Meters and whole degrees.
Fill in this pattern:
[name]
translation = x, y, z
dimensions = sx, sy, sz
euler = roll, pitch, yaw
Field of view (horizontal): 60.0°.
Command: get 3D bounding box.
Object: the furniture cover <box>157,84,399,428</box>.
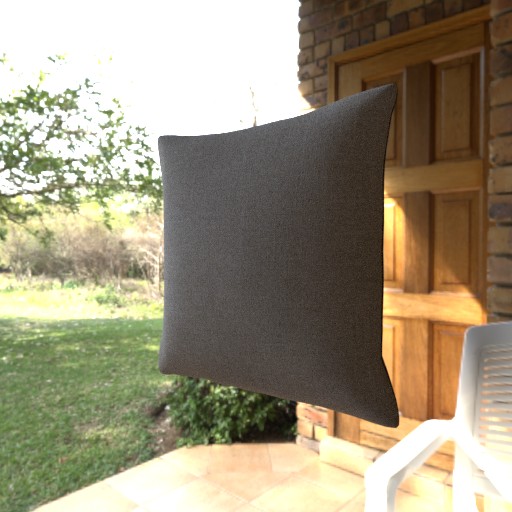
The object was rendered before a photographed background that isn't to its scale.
[furniture cover]
translation = 0.000, 0.000, 0.792
dimensions = 0.511, 0.503, 0.162
euler = 1, 1, 36
